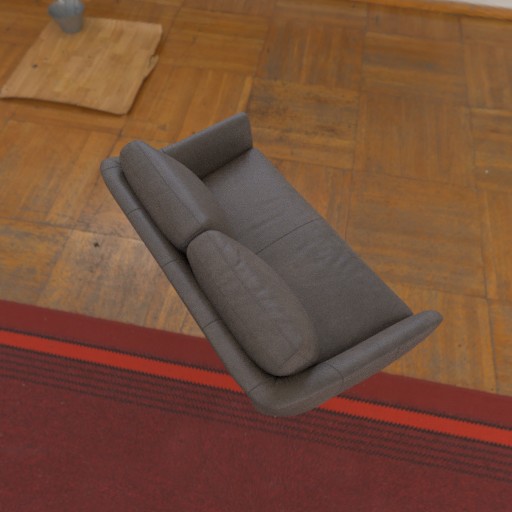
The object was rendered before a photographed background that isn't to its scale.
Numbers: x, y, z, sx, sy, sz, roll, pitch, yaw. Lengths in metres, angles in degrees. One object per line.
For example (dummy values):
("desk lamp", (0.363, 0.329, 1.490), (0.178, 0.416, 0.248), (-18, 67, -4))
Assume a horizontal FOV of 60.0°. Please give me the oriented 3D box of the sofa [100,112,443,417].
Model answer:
("sofa", (0.000, 0.000, 2.277), (0.960, 0.902, 1.619), (-30, 63, -17))
